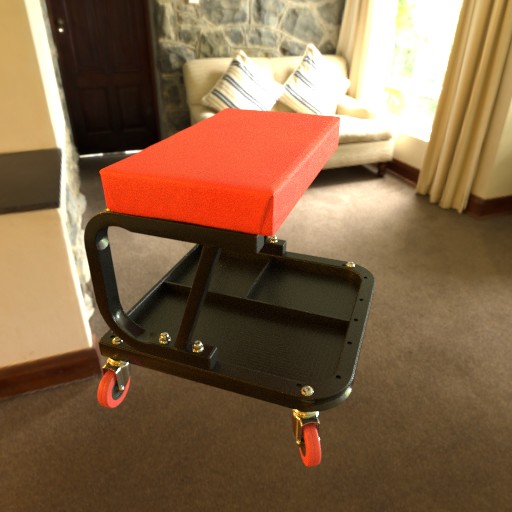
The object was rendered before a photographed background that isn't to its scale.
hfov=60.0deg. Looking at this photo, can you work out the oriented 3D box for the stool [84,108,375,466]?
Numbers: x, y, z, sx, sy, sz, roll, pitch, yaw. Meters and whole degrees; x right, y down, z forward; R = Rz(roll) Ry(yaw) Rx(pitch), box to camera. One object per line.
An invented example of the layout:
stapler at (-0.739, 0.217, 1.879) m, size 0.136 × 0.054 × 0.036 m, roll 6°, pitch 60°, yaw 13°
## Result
stool at (0.000, 0.000, 0.711) m, size 0.371 × 0.380 × 0.446 m, roll 10°, pitch 31°, yaw 17°
